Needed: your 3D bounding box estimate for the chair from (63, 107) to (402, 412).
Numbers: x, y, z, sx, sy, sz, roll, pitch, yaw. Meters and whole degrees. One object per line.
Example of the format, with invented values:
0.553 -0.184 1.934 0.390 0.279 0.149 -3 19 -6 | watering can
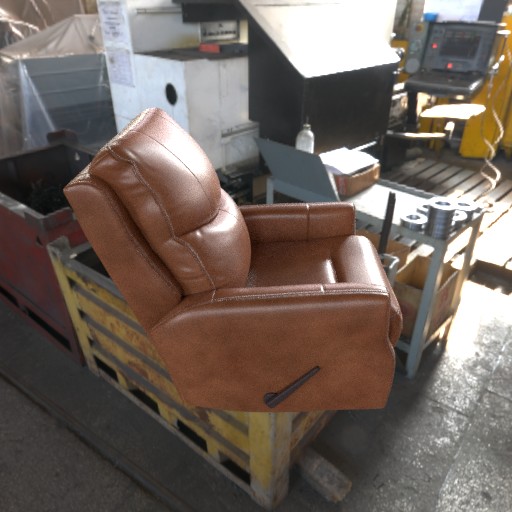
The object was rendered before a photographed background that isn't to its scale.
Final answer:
0.000 0.000 1.707 1.072 1.016 0.821 1 31 1 | chair
